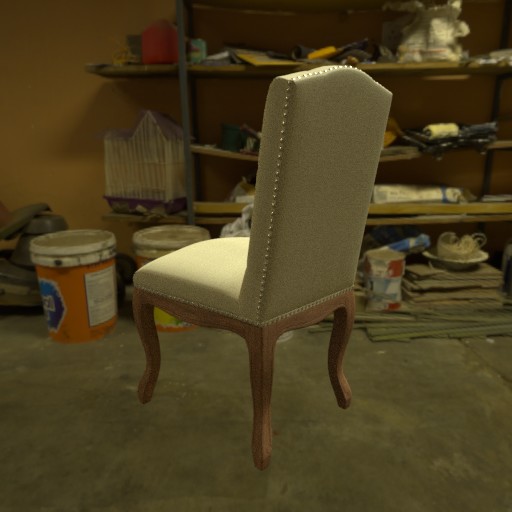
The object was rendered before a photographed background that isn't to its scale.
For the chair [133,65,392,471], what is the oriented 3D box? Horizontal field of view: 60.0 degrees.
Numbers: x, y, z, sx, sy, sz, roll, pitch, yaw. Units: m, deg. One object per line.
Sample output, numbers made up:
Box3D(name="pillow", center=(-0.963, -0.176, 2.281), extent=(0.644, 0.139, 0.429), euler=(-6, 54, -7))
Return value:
Box3D(name="chair", center=(0.000, 0.000, 1.538), extent=(0.623, 1.165, 0.715), euler=(-15, 21, -43))
